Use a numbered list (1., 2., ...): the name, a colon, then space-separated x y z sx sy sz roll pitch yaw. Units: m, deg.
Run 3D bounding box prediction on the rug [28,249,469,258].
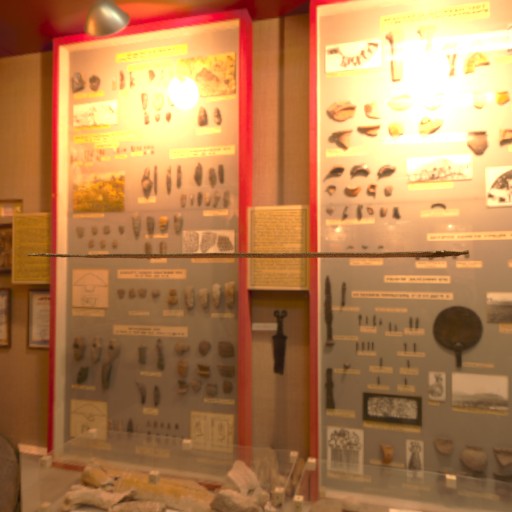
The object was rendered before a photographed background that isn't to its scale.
1. rug: 0.000 0.000 3.024 2.431 0.025 1.530 0 -1 17
